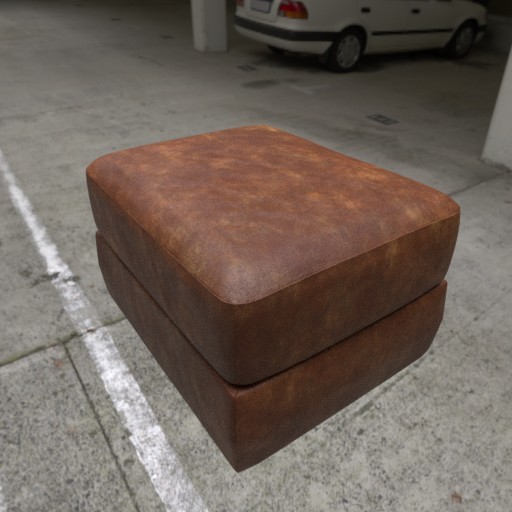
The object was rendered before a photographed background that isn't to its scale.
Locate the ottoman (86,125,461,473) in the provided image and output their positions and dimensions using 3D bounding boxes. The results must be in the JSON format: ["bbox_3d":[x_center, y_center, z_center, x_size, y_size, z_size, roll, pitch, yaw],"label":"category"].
[{"bbox_3d":[0.000,0.000,1.116,0.603,0.476,0.751,-20,37,-29],"label":"ottoman"}]
